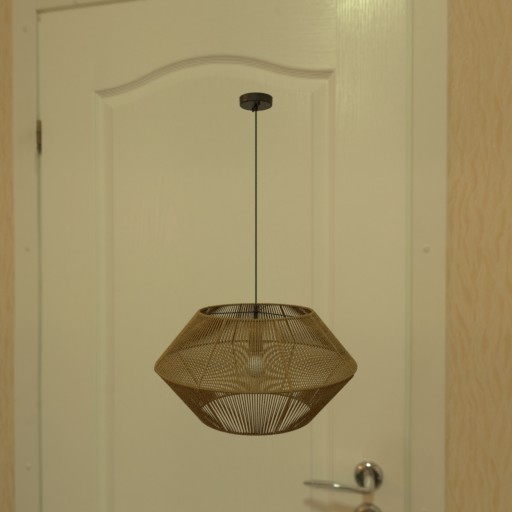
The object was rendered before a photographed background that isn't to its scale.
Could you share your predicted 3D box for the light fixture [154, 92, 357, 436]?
[{"bbox_3d":[0.000,0.000,1.425,0.643,1.009,0.643,0,1,0],"label":"light fixture"}]
